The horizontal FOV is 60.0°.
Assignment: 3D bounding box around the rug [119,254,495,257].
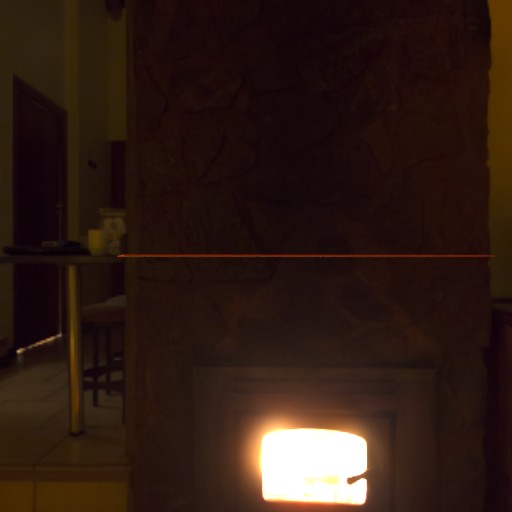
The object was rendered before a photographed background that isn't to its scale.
[{"bbox_3d":[0.000,0.000,3.896,2.300,0.012,2.929,0,0,-18],"label":"rug"}]
